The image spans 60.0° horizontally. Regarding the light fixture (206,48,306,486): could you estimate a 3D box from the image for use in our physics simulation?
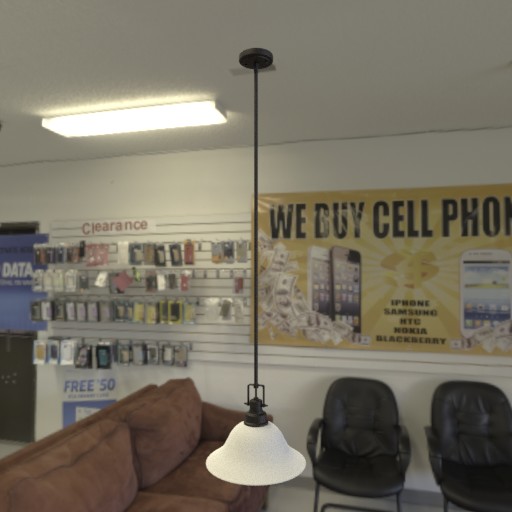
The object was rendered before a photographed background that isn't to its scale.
[{"bbox_3d":[0.000,0.000,1.461,0.324,1.337,0.324,-1,-2,18],"label":"light fixture"}]
